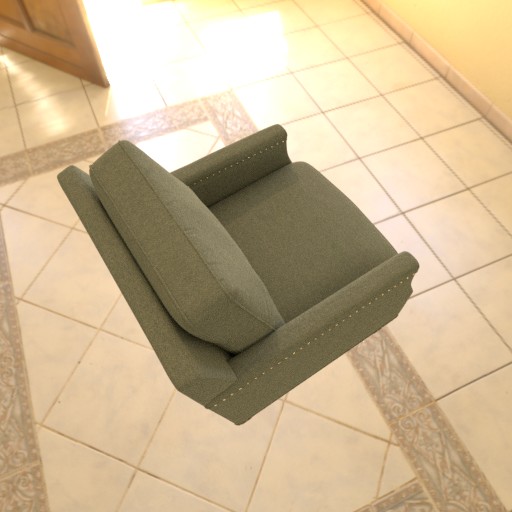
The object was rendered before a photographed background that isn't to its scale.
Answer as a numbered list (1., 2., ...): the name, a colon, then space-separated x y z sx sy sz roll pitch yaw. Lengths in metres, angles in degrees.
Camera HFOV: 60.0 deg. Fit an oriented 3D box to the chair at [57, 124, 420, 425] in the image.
1. chair: 0.000 0.000 1.755 1.031 1.031 0.885 -29 62 -17
